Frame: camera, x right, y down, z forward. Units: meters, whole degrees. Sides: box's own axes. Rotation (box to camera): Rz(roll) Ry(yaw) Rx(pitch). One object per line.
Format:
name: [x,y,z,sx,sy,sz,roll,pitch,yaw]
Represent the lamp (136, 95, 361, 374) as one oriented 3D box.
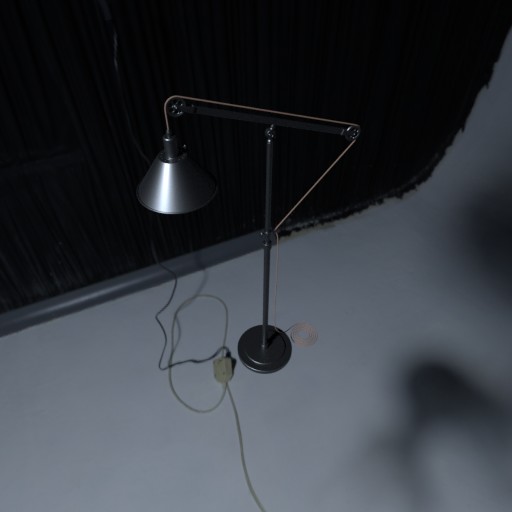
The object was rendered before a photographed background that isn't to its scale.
lamp: [0.000,0.000,2.018,0.904,1.626,0.319,-17,48,-16]
